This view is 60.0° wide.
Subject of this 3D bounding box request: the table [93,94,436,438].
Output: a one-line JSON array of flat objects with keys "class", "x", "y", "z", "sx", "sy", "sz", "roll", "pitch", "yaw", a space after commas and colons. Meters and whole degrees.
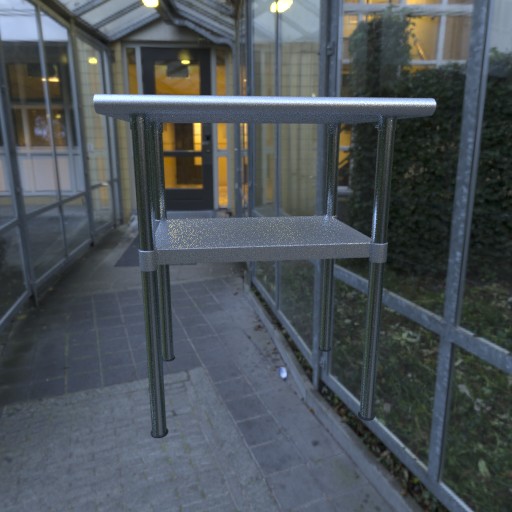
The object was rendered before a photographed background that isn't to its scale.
[{"class": "table", "x": 0.000, "y": 0.000, "z": 1.359, "sx": 0.762, "sy": 0.876, "sz": 0.584, "roll": -2, "pitch": 15, "yaw": -7}]
